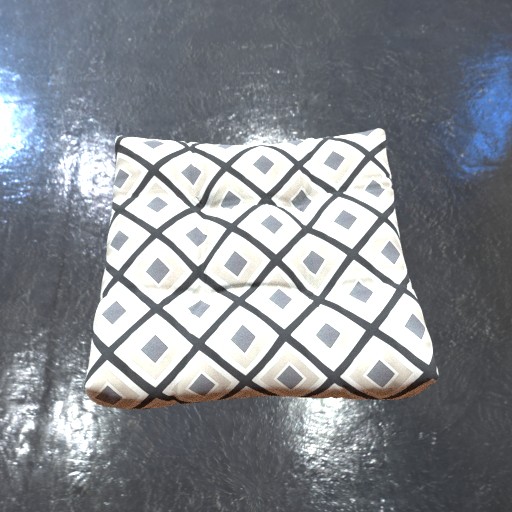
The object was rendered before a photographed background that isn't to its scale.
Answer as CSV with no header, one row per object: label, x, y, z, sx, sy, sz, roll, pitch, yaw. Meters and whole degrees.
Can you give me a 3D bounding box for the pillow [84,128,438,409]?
pillow,0.000,0.000,0.726,0.490,0.128,0.468,-2,62,-1
